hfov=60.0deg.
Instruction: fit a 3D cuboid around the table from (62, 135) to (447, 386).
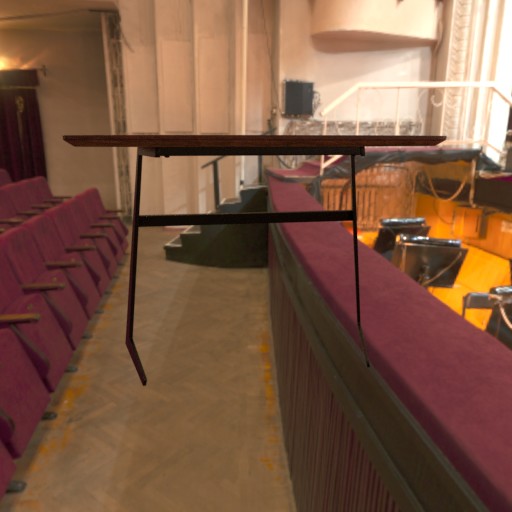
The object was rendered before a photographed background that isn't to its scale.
[{"bbox_3d":[0.000,0.000,1.102,0.804,0.576,0.361,-2,15,-9],"label":"table"}]
